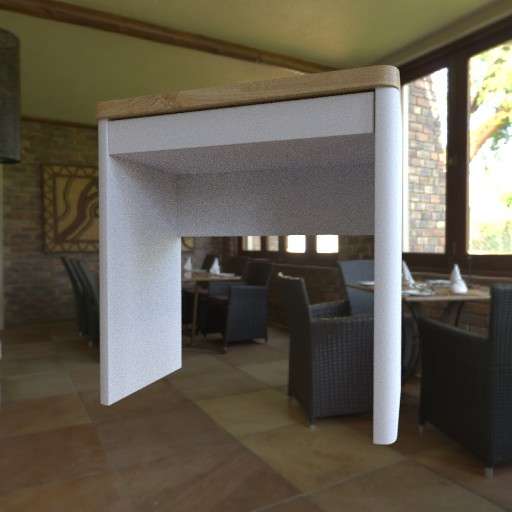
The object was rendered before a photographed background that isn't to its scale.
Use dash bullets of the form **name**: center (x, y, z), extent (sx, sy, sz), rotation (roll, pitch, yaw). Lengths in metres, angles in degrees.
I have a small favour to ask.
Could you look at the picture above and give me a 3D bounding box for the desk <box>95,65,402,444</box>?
- **desk**: center (0.000, 0.000, 1.230), extent (0.760, 0.790, 0.440), rotation (0, 1, 19)
